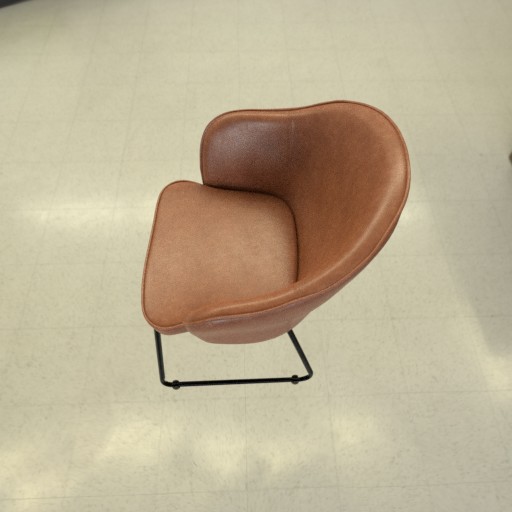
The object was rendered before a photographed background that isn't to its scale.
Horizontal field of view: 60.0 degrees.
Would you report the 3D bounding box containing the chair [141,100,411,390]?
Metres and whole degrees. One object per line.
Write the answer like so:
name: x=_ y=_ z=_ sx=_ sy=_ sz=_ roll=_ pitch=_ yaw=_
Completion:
chair: x=0.000 y=0.000 z=1.179 sx=0.580 sy=0.785 sz=0.582 roll=1 pitch=58 yaw=0
